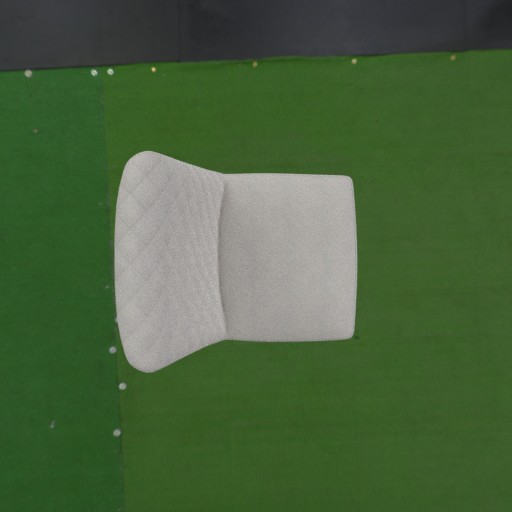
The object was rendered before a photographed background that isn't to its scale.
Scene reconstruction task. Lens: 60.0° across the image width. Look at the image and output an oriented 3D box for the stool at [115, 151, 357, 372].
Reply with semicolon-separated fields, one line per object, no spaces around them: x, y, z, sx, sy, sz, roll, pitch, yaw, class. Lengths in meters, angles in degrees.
0.000;0.000;1.365;0.546;1.084;0.462;0;91;-1;stool
